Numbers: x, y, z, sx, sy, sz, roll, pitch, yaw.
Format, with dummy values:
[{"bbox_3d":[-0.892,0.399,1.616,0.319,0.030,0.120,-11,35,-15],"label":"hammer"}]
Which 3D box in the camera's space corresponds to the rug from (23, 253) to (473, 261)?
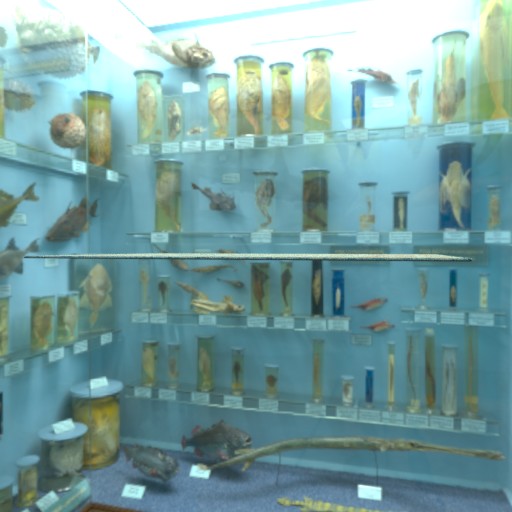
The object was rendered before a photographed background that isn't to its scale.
[{"bbox_3d":[0.000,0.000,3.006,2.438,0.015,1.524,0,1,17],"label":"rug"}]
